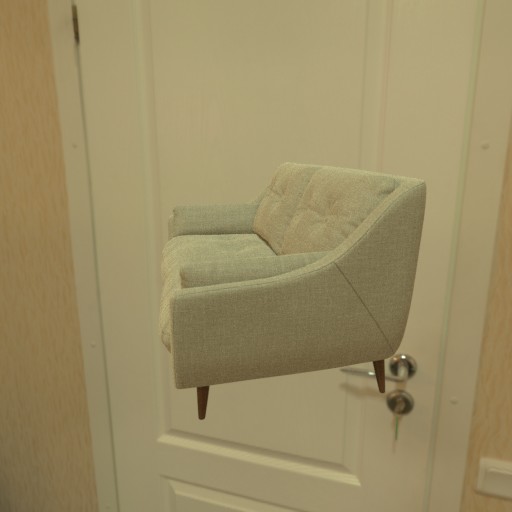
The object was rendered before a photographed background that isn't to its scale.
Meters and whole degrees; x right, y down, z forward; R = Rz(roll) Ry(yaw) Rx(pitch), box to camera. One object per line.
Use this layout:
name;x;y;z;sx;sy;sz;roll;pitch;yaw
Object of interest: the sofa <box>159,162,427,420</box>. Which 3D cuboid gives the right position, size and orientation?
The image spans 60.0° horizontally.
sofa;0.000;0.000;2.251;0.965;0.888;1.652;-3;14;-11
